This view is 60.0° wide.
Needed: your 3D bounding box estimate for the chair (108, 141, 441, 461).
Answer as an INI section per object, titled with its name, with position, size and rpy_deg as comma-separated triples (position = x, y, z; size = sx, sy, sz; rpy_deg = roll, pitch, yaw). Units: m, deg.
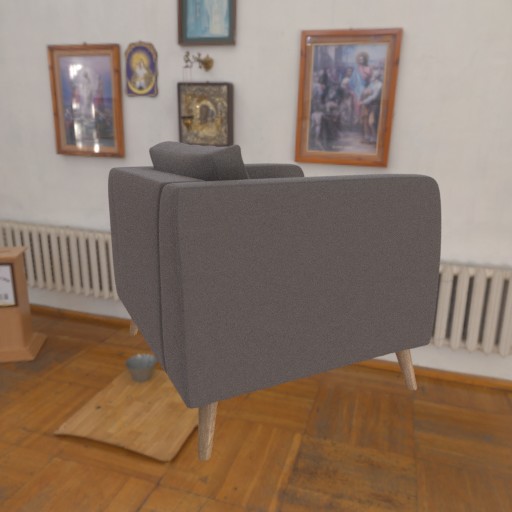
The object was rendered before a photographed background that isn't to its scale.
[chair]
position = 0.000, 0.000, 1.715
size = 0.930, 0.860, 1.000
rpy_deg = -7, 16, -26
